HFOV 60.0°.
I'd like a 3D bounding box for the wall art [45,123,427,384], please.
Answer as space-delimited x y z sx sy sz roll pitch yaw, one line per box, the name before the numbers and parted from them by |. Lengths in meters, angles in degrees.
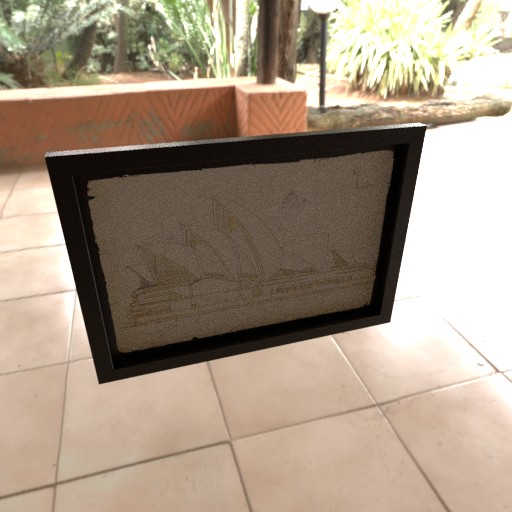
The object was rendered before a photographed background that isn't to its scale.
wall art | 0.000 0.000 0.858 0.657 0.458 0.027 -9 31 -15
